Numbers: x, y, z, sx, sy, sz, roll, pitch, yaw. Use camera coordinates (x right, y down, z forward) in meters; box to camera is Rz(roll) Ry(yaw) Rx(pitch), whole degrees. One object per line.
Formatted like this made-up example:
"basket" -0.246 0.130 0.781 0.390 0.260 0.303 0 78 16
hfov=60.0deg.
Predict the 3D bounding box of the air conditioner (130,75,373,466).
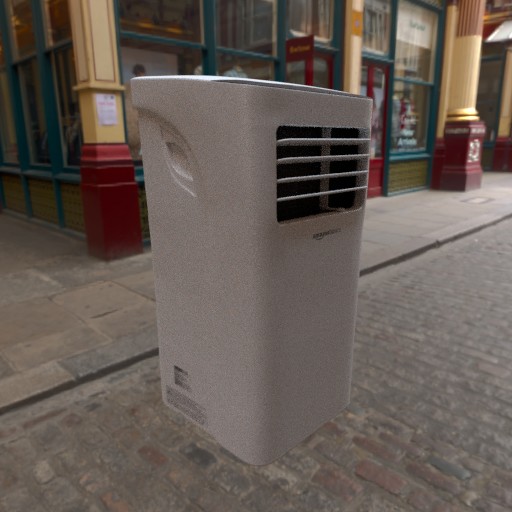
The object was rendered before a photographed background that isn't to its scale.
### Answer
"air conditioner" 0.000 0.000 0.928 0.369 0.716 0.352 14 20 43
